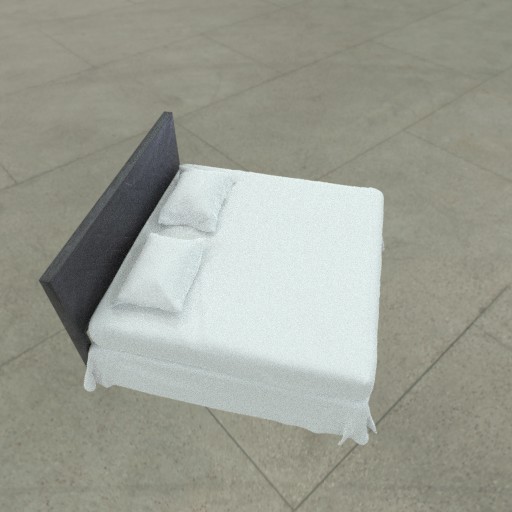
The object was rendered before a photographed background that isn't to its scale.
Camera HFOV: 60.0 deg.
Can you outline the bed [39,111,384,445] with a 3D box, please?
[{"bbox_3d":[0.000,0.000,3.504,2.165,1.158,2.255,10,47,9],"label":"bed"}]
